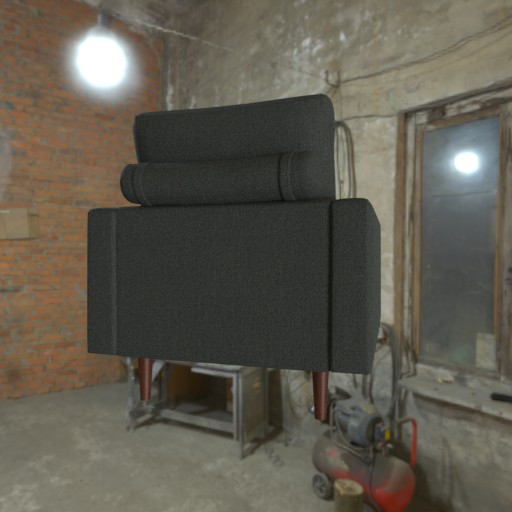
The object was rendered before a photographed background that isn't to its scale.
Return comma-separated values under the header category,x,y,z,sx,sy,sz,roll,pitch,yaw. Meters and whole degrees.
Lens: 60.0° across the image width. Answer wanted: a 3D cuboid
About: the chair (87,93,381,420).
category,x,y,z,sx,sy,sz,roll,pitch,yaw
chair,0.000,0.000,1.543,0.821,0.880,0.843,0,0,17
